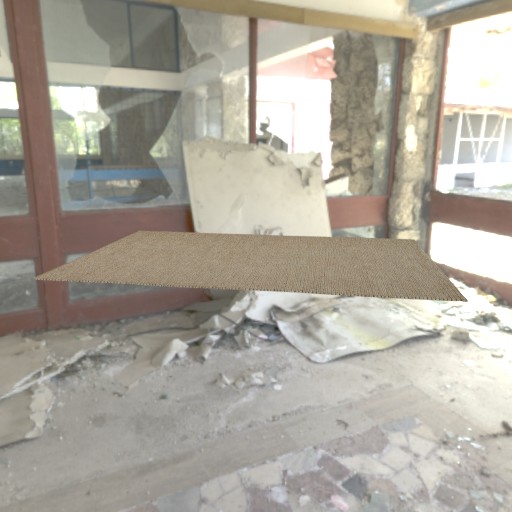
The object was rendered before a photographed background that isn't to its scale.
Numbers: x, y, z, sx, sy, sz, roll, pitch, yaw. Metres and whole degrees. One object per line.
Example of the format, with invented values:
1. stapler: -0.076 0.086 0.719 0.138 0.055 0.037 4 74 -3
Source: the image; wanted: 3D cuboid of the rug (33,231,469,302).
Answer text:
1. rug: 0.000 0.000 3.173 2.439 0.011 1.533 2 14 9
